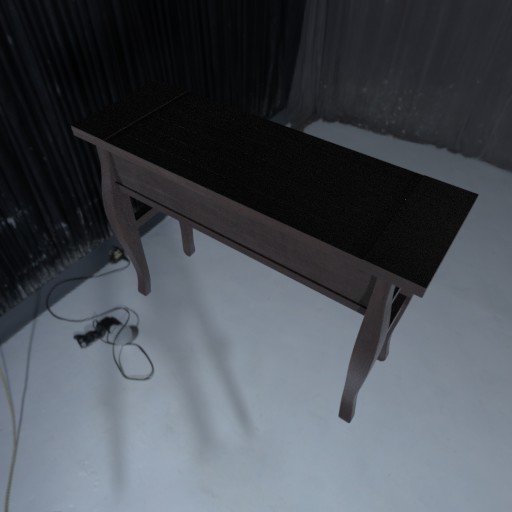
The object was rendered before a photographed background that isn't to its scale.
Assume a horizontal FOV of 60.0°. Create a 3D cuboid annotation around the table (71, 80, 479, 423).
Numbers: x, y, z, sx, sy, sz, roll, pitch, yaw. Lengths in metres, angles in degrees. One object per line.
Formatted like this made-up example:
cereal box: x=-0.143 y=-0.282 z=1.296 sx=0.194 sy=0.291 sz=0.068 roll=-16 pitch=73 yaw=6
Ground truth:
table: x=0.000 y=0.000 z=1.456 sx=1.062 sy=0.768 sz=0.373 roll=27 pitch=52 yaw=23
